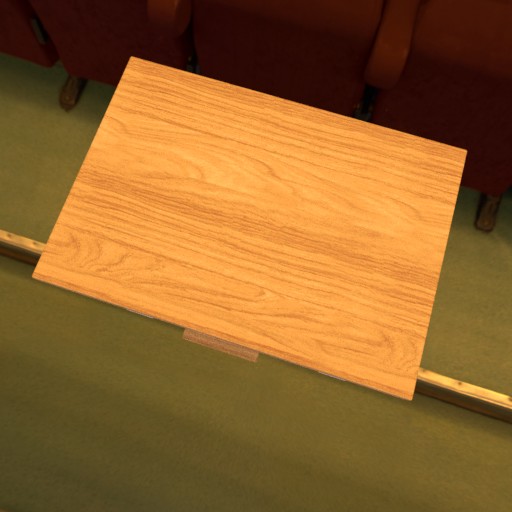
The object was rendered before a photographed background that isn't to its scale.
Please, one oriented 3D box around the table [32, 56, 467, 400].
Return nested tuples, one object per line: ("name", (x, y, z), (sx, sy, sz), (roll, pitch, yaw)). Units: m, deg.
("table", (0.000, 0.000, 0.802), (0.500, 0.440, 0.360), (17, 76, 4))
